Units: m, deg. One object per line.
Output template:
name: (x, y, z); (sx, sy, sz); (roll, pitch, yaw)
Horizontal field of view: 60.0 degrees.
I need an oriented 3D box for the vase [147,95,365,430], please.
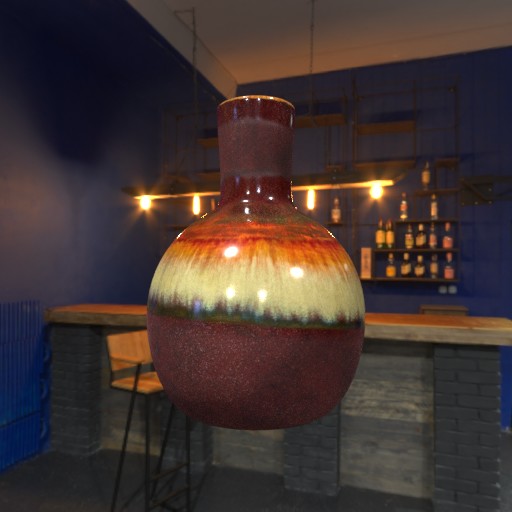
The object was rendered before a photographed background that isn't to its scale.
vase: (0.000, 0.000, 0.232); (0.111, 0.154, 0.111); (0, -1, 0)
